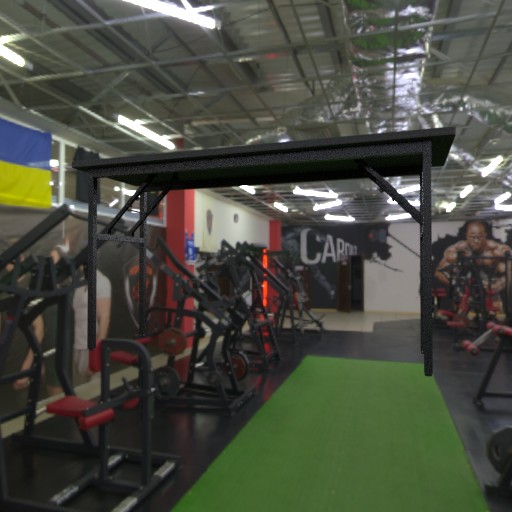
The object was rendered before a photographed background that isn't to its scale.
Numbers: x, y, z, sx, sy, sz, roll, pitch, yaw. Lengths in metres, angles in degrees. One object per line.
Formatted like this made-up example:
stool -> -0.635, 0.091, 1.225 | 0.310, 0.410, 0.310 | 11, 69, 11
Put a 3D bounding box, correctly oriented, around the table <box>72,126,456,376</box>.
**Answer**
table -> 0.000, 0.000, 1.738 | 1.399, 0.750, 0.449 | 0, -1, 19
